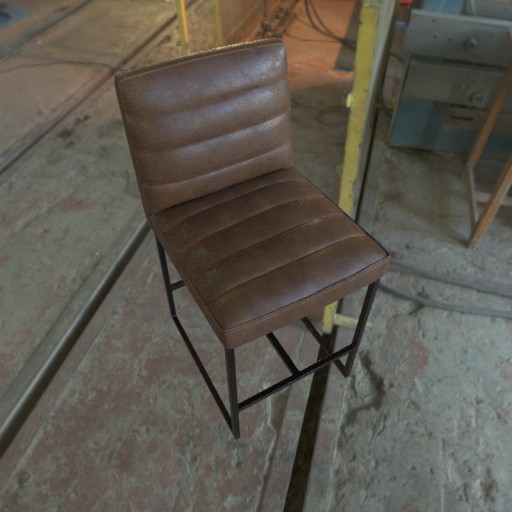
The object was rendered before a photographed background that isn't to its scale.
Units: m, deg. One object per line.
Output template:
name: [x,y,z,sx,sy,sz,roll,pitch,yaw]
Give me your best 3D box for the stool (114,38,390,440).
stool: [0.000,0.000,1.243,0.463,0.942,0.562,-22,51,-19]
